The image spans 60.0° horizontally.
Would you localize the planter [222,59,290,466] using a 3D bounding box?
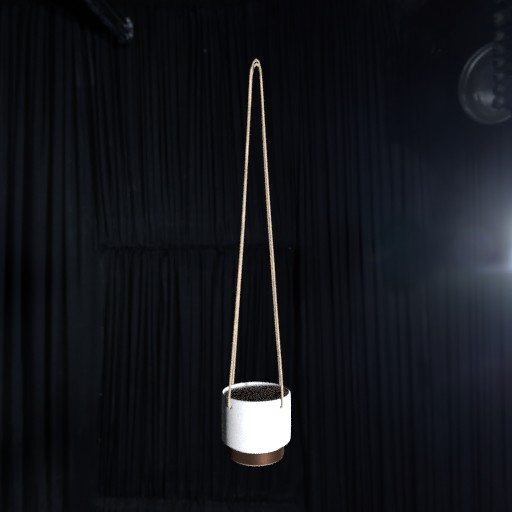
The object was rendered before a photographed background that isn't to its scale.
[{"bbox_3d":[0.000,0.000,0.947,0.146,0.841,0.146,0,-1,1],"label":"planter"}]
